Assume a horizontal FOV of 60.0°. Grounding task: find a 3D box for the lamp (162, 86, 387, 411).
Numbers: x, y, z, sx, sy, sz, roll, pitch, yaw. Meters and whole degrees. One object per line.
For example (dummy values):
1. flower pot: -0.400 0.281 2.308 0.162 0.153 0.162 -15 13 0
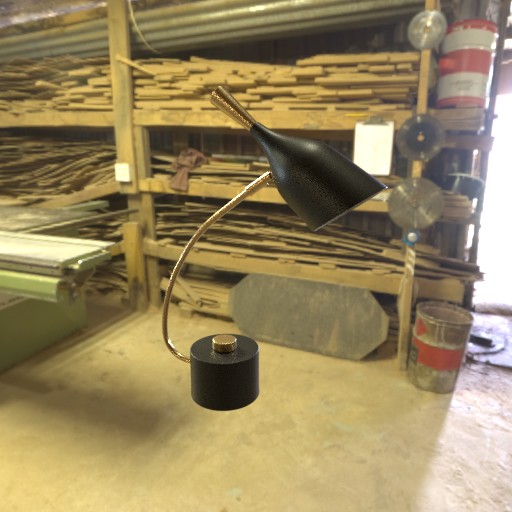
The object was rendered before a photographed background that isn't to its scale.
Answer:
1. lamp: 0.000 0.000 0.636 0.352 0.464 0.110 7 16 26
